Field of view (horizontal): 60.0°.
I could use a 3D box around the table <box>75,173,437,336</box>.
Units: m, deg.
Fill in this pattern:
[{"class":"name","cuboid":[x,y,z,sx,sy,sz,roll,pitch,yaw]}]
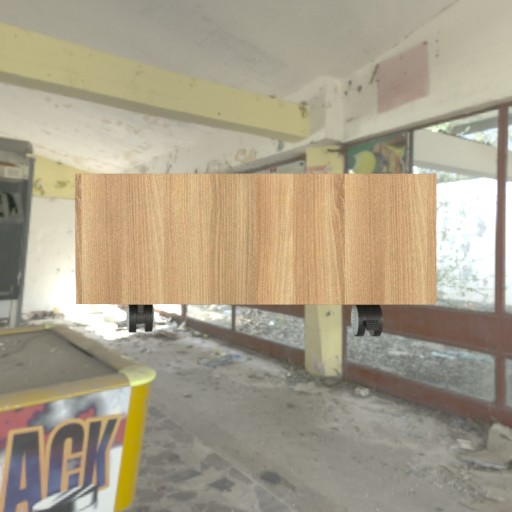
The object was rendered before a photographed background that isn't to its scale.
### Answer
[{"class":"table","cuboid":[0.000,0.000,1.409,0.700,0.330,1.100,0,1,0]}]
